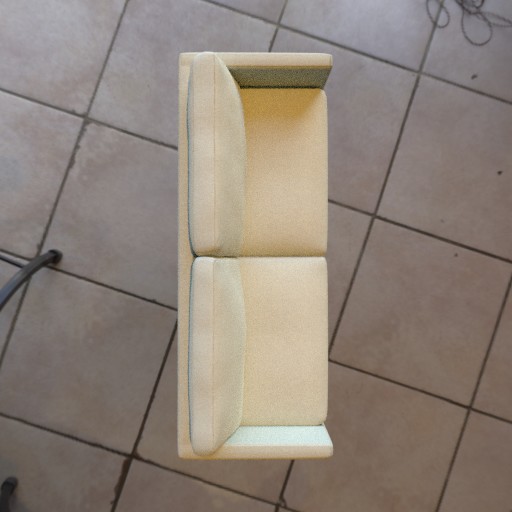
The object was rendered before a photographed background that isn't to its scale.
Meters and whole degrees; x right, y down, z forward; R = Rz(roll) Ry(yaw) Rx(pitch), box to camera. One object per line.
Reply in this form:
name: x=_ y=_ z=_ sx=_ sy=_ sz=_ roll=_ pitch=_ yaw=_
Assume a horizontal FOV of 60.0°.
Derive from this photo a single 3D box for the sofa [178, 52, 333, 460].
sofa: x=0.000 y=0.000 z=2.895 sx=0.948 sy=0.965 sz=2.434 roll=0 pitch=90 yaw=-1
